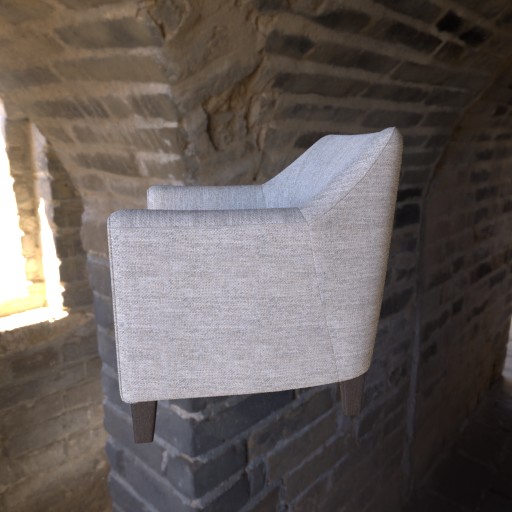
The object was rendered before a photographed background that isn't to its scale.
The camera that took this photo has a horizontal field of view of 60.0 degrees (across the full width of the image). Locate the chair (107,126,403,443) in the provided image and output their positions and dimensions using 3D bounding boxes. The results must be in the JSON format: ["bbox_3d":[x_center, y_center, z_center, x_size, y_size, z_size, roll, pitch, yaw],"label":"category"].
[{"bbox_3d":[0.000,0.000,1.402,0.758,0.761,0.796,-2,13,-6],"label":"chair"}]
